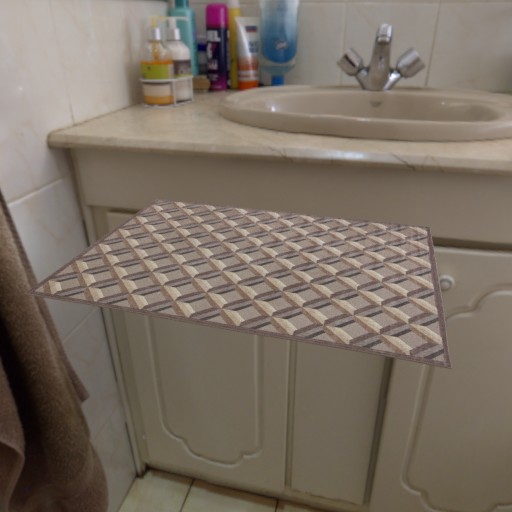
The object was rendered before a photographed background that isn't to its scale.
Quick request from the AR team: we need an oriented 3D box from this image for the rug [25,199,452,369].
[{"bbox_3d":[0.000,0.000,2.905,2.260,0.013,1.600,7,28,14],"label":"rug"}]
